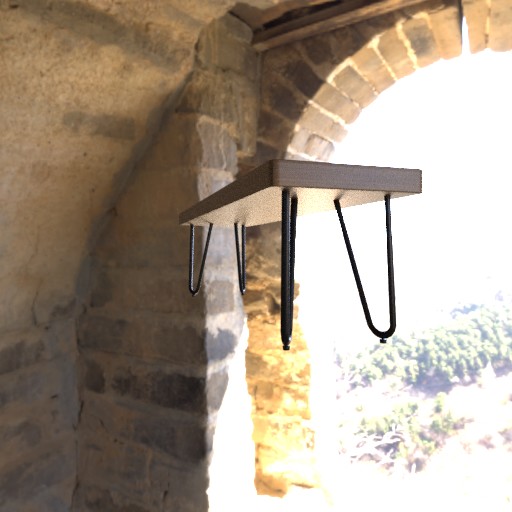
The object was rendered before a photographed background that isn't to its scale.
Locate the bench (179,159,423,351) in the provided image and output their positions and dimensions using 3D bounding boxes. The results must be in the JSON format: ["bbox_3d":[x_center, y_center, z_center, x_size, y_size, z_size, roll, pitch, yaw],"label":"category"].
[{"bbox_3d":[0.000,0.000,1.827,0.425,0.462,1.570,0,1,-18],"label":"bench"}]
